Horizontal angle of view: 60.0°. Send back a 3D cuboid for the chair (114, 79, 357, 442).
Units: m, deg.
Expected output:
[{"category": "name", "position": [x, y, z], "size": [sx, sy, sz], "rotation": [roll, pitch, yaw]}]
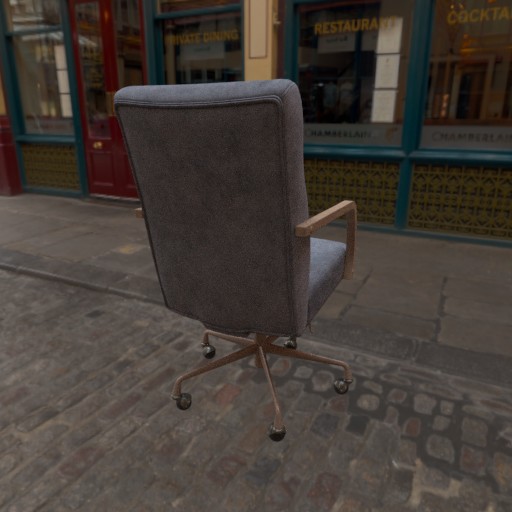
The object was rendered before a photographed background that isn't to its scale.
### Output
[{"category": "chair", "position": [0.000, 0.000, 1.469], "size": [0.640, 1.029, 0.741], "rotation": [8, 18, 25]}]
